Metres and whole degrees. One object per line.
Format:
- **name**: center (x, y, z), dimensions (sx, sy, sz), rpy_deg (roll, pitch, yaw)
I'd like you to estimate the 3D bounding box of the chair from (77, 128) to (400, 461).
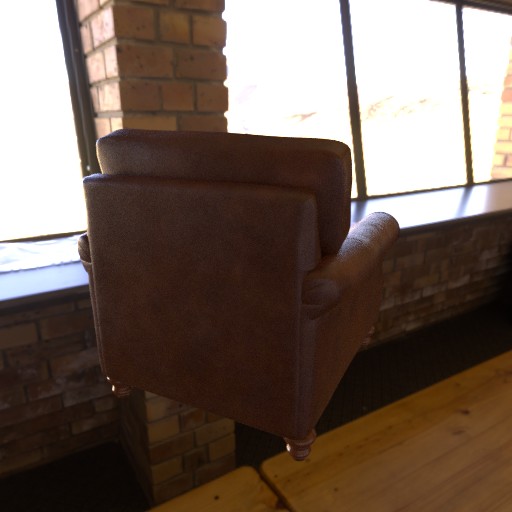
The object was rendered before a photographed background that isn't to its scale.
- **chair**: center (0.000, 0.000, 1.746), dimensions (0.989, 0.972, 0.992), rpy_deg (9, 19, 25)
